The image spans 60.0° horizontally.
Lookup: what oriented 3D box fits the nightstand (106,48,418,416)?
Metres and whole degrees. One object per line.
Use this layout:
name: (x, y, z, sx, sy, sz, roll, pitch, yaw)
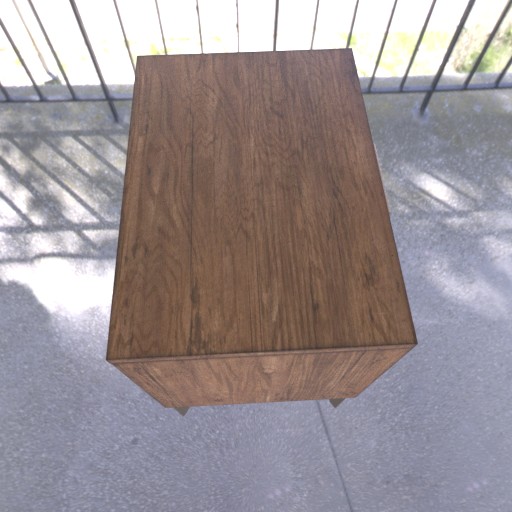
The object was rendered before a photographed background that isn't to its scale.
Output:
nightstand: (0.000, 0.000, 1.021, 0.446, 0.610, 0.610, -3, 63, -1)
